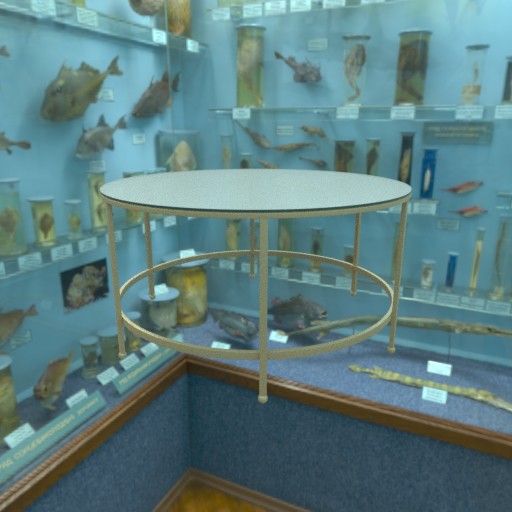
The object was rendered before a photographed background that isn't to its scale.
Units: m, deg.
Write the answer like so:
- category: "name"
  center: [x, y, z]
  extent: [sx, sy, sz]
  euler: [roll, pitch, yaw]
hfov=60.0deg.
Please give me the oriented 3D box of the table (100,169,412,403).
- category: "table"
  center: [0.000, 0.000, 1.430]
  extent: [0.914, 0.470, 0.914]
  euler: [0, 16, 0]
